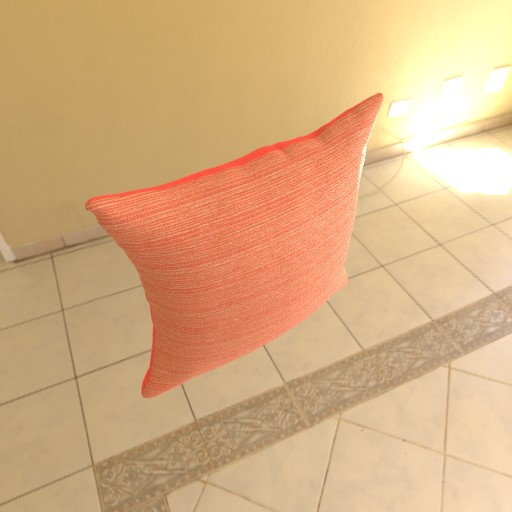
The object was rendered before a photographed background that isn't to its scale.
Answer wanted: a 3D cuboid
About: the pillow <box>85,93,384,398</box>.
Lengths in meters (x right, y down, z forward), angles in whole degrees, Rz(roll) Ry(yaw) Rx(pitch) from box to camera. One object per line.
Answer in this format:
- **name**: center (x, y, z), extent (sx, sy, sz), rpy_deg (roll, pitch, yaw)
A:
- **pillow**: center (0.000, 0.000, 0.840), extent (0.559, 0.501, 0.229), rpy_deg (-26, 50, -24)
